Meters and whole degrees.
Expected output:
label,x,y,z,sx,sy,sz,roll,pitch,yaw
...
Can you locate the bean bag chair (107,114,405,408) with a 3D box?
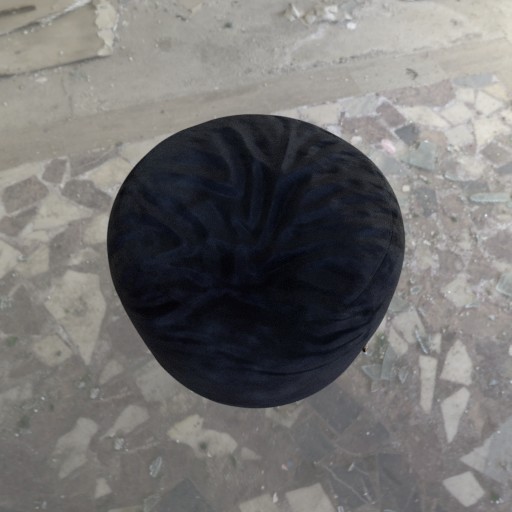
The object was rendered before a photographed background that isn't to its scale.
label,x,y,z,sx,sy,sz,roll,pitch,yaw
bean bag chair,0.000,0.000,1.512,0.918,0.616,0.918,0,59,0
